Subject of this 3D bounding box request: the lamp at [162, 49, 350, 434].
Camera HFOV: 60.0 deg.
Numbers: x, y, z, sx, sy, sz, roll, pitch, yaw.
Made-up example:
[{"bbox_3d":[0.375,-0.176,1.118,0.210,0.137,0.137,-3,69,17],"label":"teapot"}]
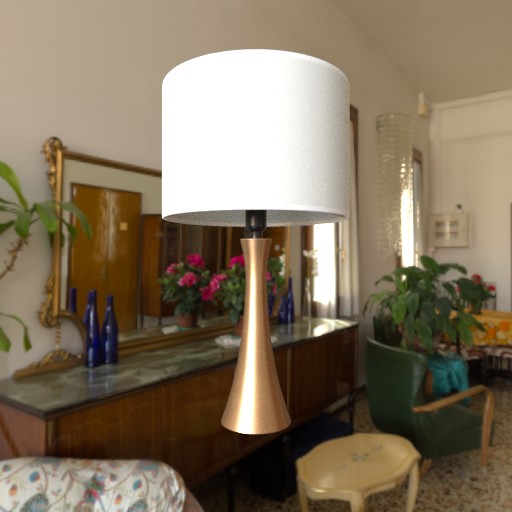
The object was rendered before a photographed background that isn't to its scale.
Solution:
[{"bbox_3d":[0.000,0.000,0.647,0.268,0.479,0.268,0,-1,0],"label":"lamp"}]
